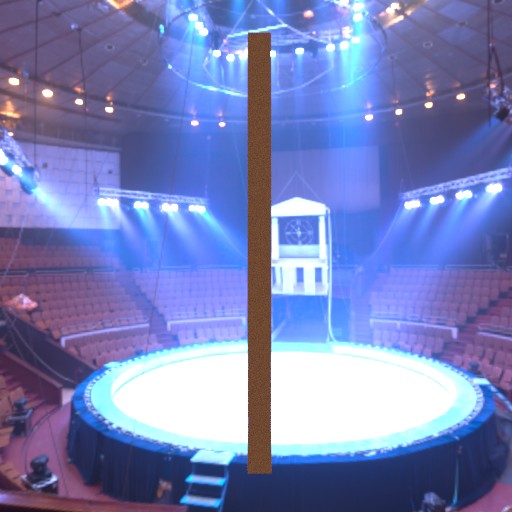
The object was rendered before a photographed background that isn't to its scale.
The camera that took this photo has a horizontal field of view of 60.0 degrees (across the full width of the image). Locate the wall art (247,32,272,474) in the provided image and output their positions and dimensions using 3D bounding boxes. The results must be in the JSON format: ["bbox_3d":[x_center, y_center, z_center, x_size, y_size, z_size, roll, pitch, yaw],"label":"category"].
[{"bbox_3d":[0.000,0.000,1.151,0.041,0.765,0.768,0,-2,-1],"label":"wall art"}]
